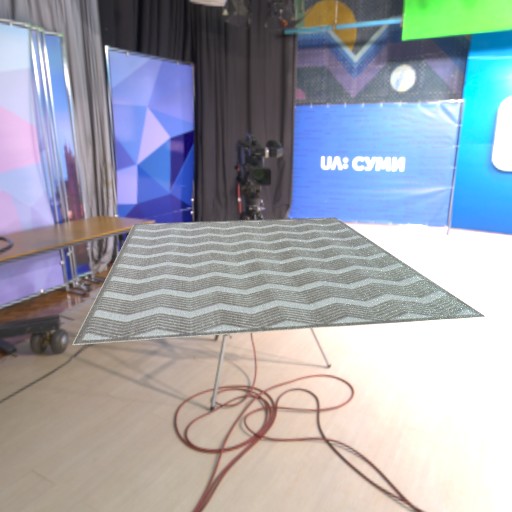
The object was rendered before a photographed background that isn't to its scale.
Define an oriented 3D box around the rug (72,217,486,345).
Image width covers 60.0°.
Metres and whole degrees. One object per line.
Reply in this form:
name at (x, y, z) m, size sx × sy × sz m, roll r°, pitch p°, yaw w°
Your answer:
rug at (0.000, 0.000, 3.868) m, size 2.391 × 0.005 × 2.880 m, roll -2°, pitch 17°, yaw -8°
